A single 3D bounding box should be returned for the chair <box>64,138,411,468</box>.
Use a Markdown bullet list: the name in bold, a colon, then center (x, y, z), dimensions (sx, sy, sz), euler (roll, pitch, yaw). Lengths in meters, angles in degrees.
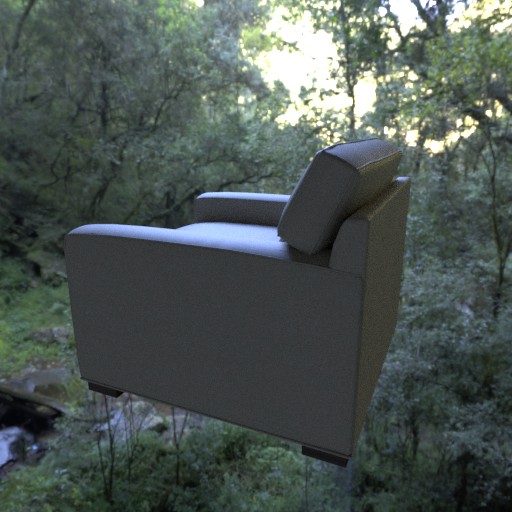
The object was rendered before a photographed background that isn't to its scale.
- **chair**: center (0.000, 0.000, 1.782), dimensions (1.043, 0.913, 0.998), euler (7, 18, 23)
